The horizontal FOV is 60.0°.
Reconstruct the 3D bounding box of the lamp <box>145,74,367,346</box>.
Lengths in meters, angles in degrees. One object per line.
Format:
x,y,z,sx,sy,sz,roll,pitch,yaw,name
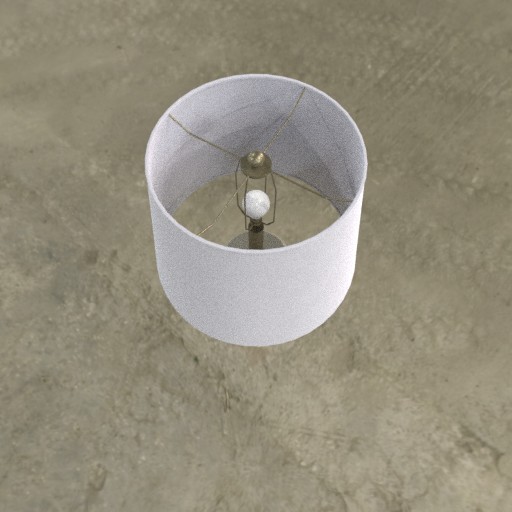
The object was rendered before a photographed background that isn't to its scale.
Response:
0.000,0.000,0.555,0.239,0.399,0.239,0,64,0,lamp
